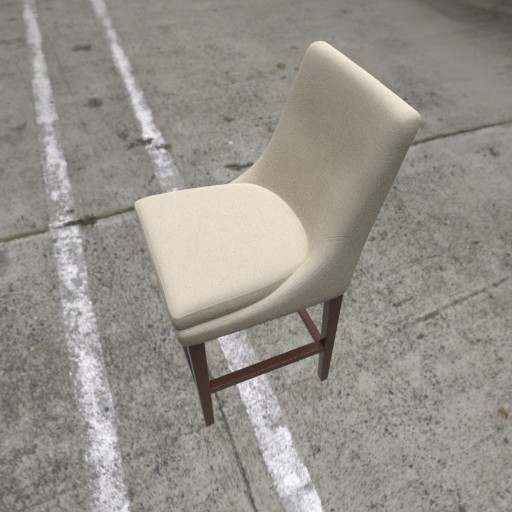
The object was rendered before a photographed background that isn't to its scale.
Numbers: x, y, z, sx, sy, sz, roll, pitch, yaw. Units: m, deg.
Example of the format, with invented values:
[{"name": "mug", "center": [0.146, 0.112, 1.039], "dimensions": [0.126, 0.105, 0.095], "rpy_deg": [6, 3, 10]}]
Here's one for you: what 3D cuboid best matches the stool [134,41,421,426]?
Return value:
[{"name": "stool", "center": [0.000, 0.000, 1.267], "dimensions": [0.577, 0.981, 0.470], "rpy_deg": [-16, 49, -15]}]
